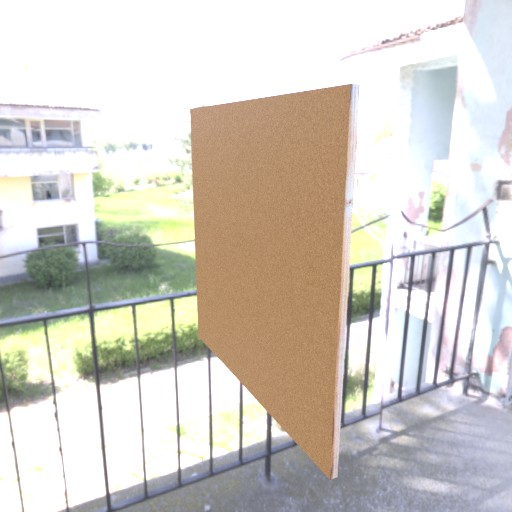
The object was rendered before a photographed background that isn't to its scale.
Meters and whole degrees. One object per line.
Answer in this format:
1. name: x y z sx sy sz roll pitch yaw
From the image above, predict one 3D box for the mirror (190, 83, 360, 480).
1. mirror: 0.000 0.000 1.211 0.061 0.804 0.804 -8 17 -27
